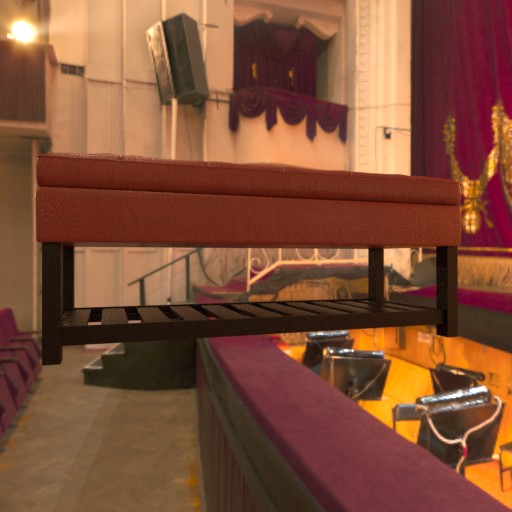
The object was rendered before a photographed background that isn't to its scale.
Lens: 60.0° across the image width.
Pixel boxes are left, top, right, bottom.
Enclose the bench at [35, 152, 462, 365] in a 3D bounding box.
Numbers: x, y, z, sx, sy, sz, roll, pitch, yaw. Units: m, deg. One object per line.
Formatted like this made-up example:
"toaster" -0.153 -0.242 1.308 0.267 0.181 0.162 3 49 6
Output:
"bench" 0.000 0.000 1.283 1.105 0.460 0.432 0 0 -18
